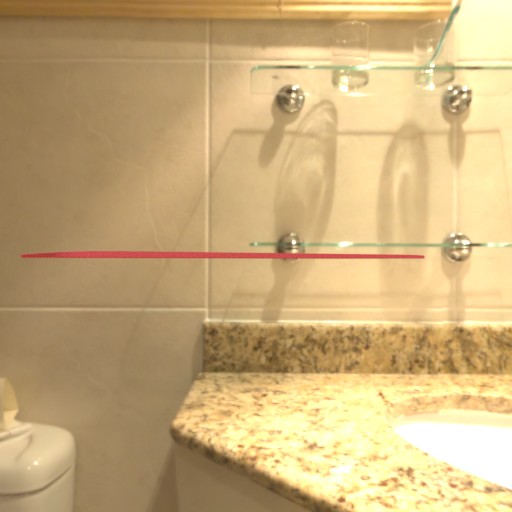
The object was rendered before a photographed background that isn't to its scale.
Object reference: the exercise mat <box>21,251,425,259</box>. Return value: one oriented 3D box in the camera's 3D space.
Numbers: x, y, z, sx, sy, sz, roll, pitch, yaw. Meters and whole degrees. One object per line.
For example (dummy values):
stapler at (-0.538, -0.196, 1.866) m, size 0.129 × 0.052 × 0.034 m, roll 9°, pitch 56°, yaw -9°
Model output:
exercise mat at (0.000, 0.000, 2.071) m, size 1.884 × 0.021 × 0.616 m, roll 0°, pitch -1°, yaw -37°
